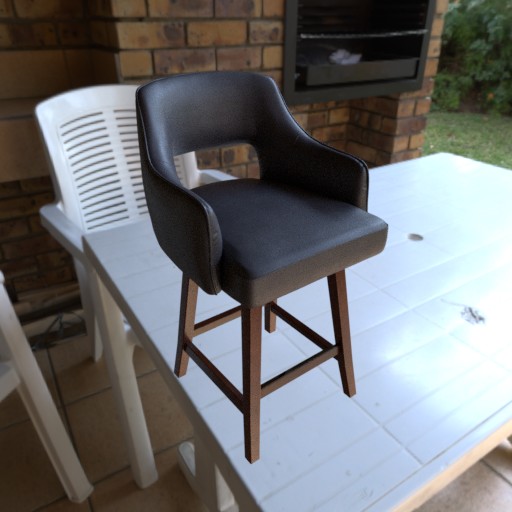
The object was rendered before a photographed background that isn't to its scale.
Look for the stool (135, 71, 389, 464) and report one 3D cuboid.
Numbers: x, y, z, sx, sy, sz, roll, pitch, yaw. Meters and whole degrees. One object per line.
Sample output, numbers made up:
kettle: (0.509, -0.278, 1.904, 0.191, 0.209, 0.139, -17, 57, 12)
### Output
stool: (0.000, 0.000, 1.272, 0.550, 0.936, 0.560, -20, 34, -32)
